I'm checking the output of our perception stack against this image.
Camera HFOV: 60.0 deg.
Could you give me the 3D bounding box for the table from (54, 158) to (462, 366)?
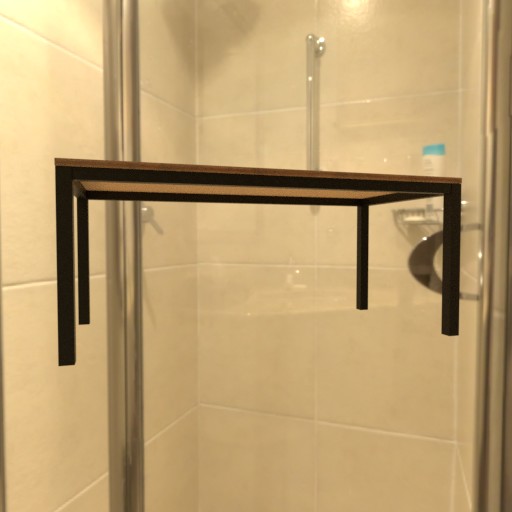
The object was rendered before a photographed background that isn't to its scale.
[{"bbox_3d":[0.000,0.000,2.315,1.805,0.767,0.893,-1,2,-17],"label":"table"}]
